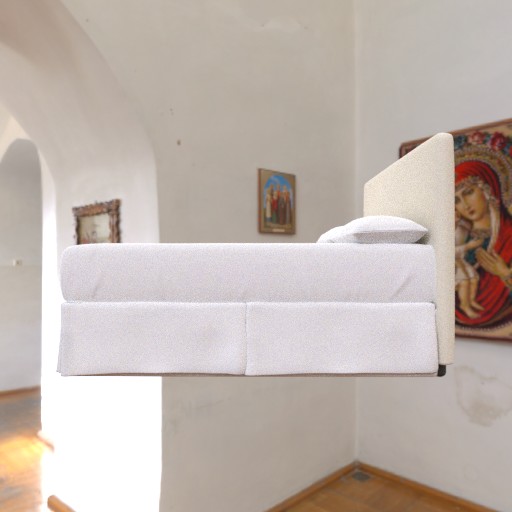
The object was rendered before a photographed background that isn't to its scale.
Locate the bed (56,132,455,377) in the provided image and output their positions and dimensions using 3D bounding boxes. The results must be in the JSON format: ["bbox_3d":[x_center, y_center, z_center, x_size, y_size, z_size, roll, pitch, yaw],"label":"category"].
[{"bbox_3d":[0.000,0.000,3.142,2.147,1.330,1.714,0,0,0],"label":"bed"}]
